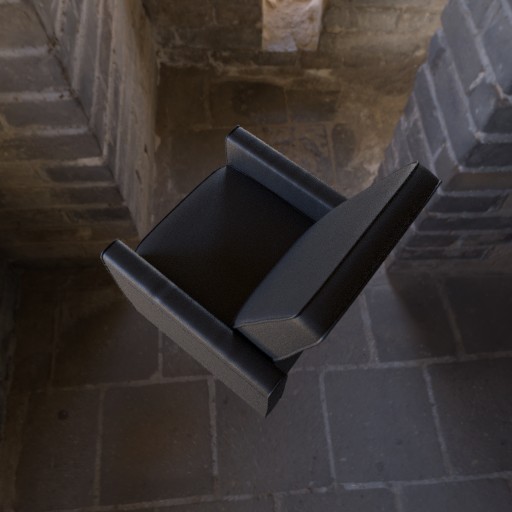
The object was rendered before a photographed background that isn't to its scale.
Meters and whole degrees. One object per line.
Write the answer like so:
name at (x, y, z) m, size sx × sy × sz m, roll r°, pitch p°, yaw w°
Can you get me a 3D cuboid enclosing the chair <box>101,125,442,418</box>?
chair at (0.000, 0.000, 1.494) m, size 0.746 × 1.013 × 0.705 m, roll 36°, pitch 69°, yaw 16°
